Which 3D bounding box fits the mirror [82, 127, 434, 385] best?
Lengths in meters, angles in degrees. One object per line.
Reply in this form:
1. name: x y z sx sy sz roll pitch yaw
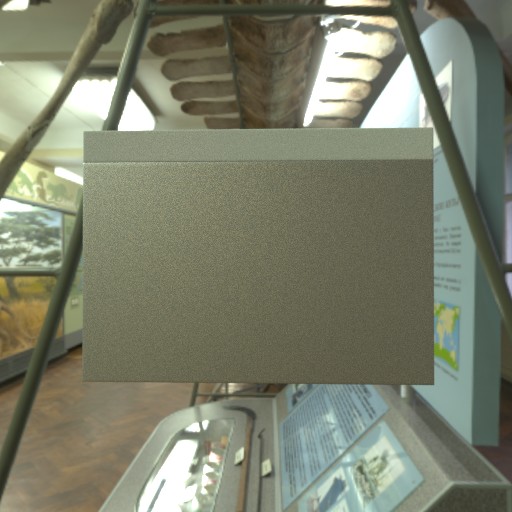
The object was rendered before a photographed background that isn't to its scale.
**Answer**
1. mirror: 0.000 0.000 1.112 0.870 0.630 0.030 0 -1 2
